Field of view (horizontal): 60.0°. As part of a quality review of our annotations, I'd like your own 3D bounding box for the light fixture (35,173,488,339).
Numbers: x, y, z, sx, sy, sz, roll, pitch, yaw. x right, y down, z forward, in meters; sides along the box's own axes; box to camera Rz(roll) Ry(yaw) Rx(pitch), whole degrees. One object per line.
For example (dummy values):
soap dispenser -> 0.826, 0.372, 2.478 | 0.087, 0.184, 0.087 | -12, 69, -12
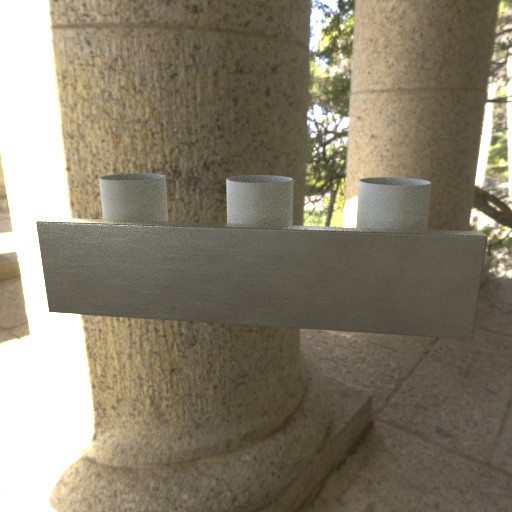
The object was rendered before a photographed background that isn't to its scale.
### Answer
light fixture -> 0.000, 0.000, 0.519 | 0.451, 0.172, 0.145 | 2, 17, 8
